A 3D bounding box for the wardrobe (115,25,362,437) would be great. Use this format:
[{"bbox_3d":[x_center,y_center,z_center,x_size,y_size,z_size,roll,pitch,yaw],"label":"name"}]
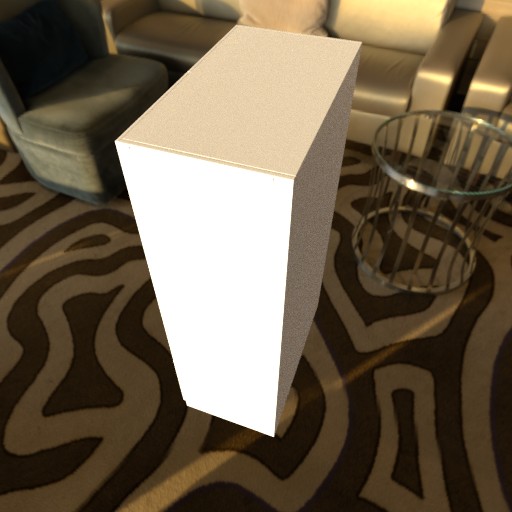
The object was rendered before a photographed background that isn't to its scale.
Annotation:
[{"bbox_3d":[0.000,0.000,2.242,0.577,1.808,0.991,15,49,13],"label":"wardrobe"}]
